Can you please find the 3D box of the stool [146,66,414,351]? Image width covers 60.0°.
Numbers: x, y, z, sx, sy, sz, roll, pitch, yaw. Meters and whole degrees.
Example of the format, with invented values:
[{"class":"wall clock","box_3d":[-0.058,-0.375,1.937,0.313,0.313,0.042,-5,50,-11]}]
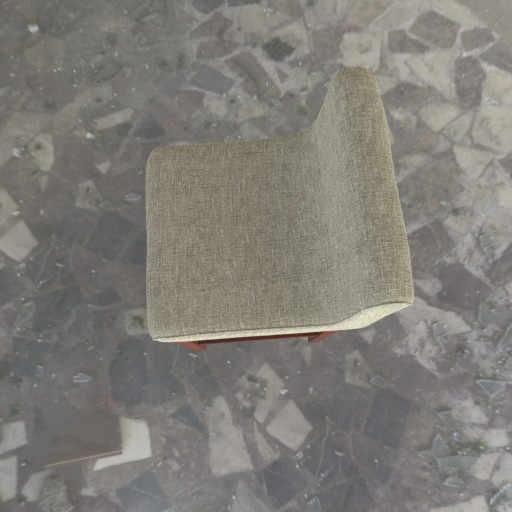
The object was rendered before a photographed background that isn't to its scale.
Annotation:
[{"class":"stool","box_3d":[0.000,0.000,1.087,0.459,0.835,0.417,-4,74,-1]}]
